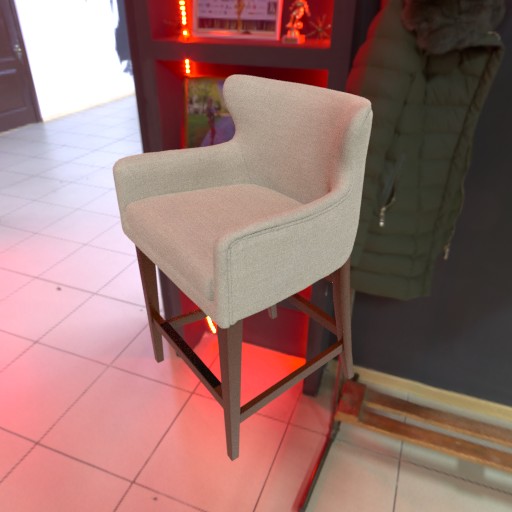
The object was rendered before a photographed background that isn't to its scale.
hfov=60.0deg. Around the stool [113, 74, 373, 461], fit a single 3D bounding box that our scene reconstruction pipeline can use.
[{"bbox_3d":[0.000,0.000,1.404,0.637,0.987,0.615,-20,36,-31],"label":"stool"}]
